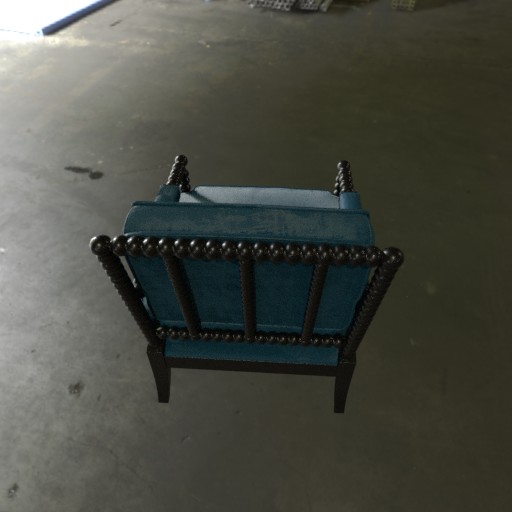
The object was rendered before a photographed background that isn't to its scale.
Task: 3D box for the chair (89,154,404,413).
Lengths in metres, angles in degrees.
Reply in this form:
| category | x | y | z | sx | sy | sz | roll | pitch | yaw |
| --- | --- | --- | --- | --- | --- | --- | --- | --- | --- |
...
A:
| category | x | y | z | sx | sy | sz | roll | pitch | yaw |
| --- | --- | --- | --- | --- | --- | --- | --- | --- | --- |
| chair | 0.000 | 0.000 | 1.450 | 0.688 | 0.857 | 0.805 | 2 | 46 | 2 |
